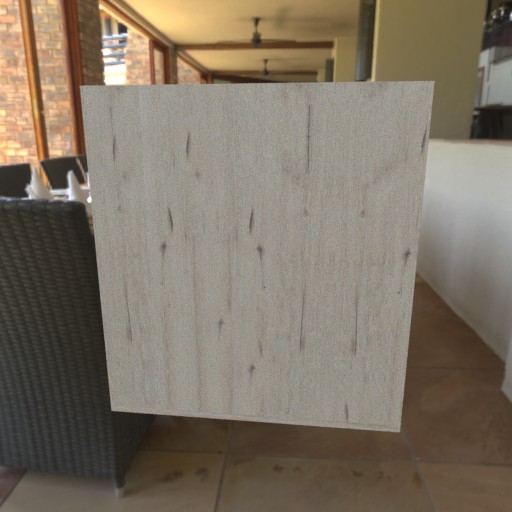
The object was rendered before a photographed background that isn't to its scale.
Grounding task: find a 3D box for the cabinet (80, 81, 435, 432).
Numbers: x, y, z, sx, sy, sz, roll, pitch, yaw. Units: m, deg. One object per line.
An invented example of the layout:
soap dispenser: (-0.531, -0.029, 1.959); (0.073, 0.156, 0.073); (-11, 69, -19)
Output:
cabinet: (0.000, 0.000, 3.083); (2.000, 2.180, 0.660); (2, 15, 7)
